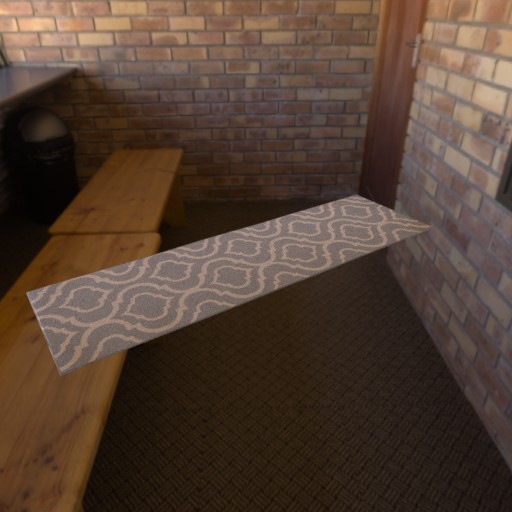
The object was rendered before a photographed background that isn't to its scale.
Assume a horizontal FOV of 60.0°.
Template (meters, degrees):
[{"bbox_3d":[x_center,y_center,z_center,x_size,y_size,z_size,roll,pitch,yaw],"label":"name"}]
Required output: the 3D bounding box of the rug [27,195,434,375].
[{"bbox_3d":[0.000,0.000,2.497,2.275,0.009,0.684,-19,35,-29],"label":"rug"}]
